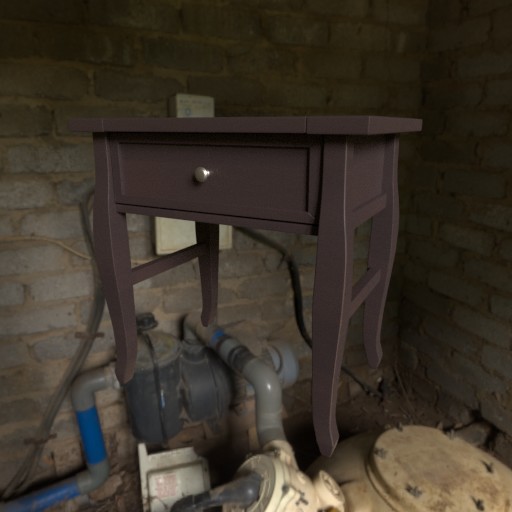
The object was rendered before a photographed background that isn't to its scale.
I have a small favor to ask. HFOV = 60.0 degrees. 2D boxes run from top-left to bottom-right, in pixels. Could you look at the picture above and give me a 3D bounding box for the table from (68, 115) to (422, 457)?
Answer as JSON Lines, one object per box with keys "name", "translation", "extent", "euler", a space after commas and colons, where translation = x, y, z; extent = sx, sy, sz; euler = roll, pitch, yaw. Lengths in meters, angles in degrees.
{"name": "table", "translation": [0.000, 0.000, 1.023], "extent": [0.602, 0.605, 0.460], "euler": [9, 19, 27]}
